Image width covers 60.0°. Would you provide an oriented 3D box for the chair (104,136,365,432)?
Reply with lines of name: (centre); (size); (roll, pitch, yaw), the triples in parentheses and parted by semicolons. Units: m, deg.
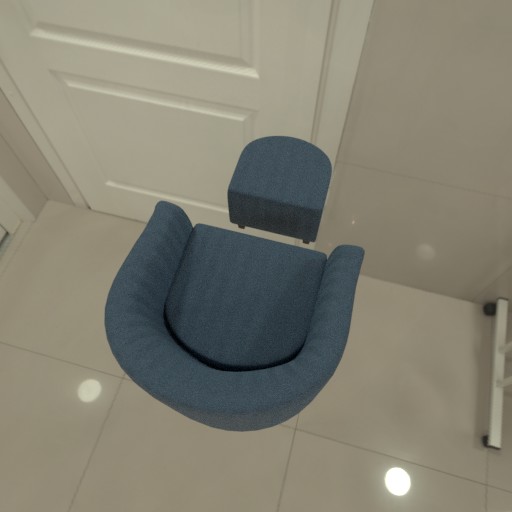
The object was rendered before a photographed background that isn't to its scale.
chair: (0.000, 0.000, 1.705); (0.756, 0.757, 1.288); (14, 63, 7)
